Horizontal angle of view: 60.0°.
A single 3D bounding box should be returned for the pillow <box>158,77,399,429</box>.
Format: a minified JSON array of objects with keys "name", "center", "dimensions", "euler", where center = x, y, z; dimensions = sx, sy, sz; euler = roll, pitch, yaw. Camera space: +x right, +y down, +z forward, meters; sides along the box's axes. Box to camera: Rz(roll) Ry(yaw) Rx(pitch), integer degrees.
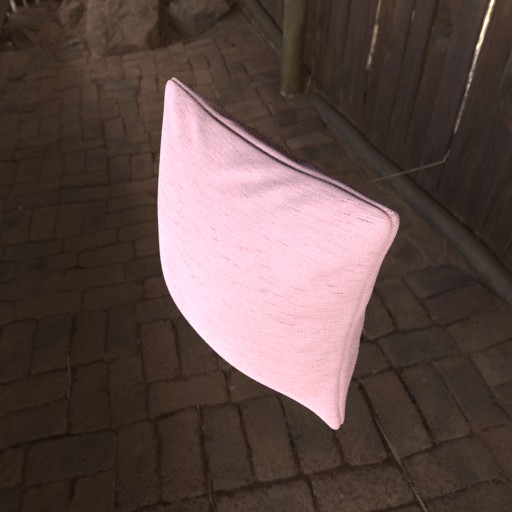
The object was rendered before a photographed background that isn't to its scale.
[{"name":"pillow","center":[0.000,0.000,0.672],"dimensions":[0.246,0.415,0.432],"euler":[-27,49,-26]}]
